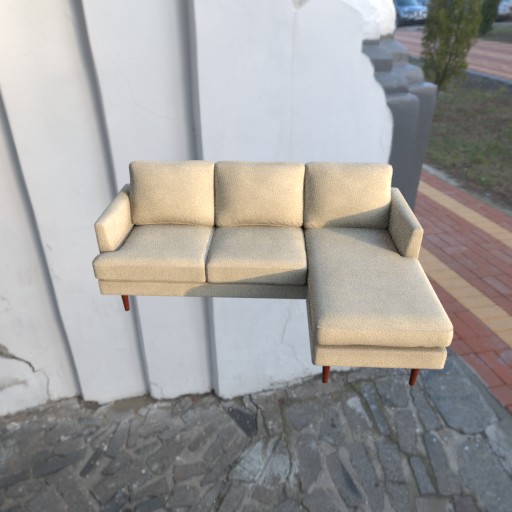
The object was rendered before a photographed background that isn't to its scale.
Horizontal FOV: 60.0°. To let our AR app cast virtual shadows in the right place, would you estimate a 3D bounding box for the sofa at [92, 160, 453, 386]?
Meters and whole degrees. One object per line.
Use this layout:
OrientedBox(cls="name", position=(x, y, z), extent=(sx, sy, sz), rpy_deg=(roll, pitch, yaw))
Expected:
OrientedBox(cls="sofa", position=(0.000, 0.000, 3.068), extent=(2.233, 0.956, 1.504), rpy_deg=(1, 31, 2))
